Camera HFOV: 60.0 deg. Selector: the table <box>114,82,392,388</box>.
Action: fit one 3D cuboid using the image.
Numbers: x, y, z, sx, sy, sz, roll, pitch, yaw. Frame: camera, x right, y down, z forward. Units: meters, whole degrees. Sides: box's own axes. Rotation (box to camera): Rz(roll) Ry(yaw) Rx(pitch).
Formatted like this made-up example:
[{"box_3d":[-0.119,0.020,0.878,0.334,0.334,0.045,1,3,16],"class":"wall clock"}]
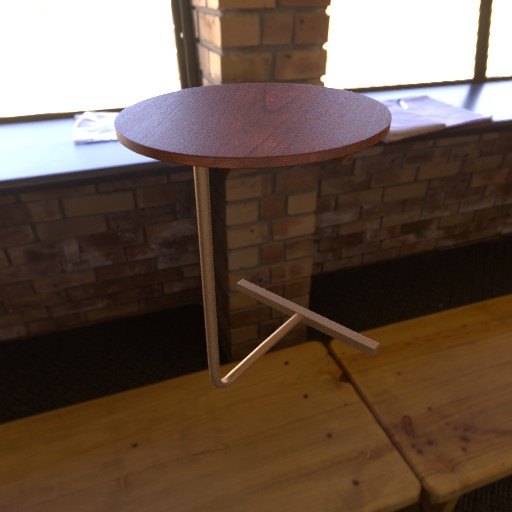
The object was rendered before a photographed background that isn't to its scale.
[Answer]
[{"box_3d":[0.000,0.000,1.096,0.530,0.706,0.577,23,39,32],"class":"table"}]
